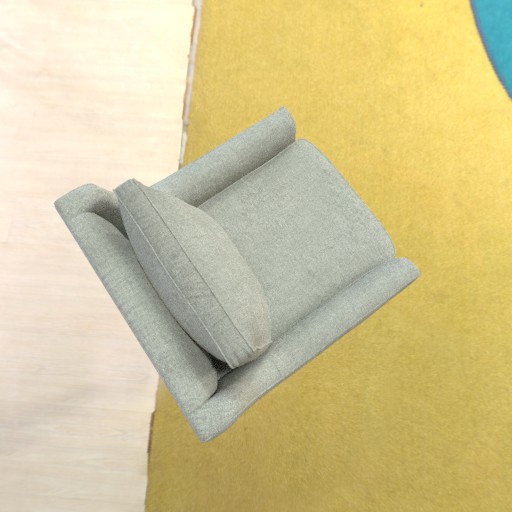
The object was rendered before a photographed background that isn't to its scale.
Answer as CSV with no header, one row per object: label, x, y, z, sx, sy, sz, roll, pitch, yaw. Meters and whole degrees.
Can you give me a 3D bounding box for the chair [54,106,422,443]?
chair,0.000,0.000,1.626,0.918,0.864,0.838,-34,78,-9
